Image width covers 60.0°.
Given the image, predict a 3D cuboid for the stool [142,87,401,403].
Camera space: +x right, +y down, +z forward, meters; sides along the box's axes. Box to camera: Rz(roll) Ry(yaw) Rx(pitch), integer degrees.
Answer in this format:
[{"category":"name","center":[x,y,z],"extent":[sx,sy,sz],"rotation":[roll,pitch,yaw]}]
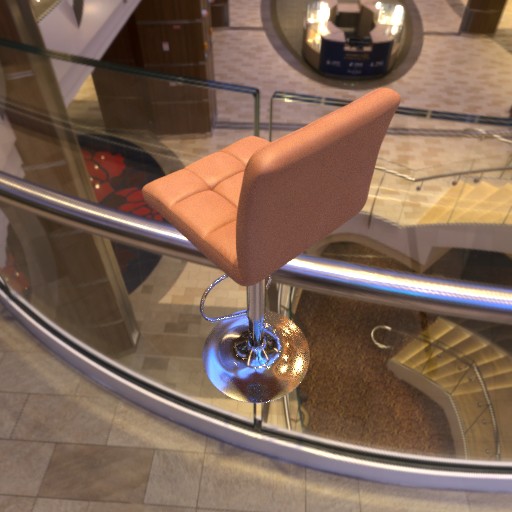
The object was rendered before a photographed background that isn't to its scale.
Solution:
[{"category":"stool","center":[0.000,0.000,1.363],"extent":[0.430,1.115,0.505],"rotation":[-33,55,-28]}]
